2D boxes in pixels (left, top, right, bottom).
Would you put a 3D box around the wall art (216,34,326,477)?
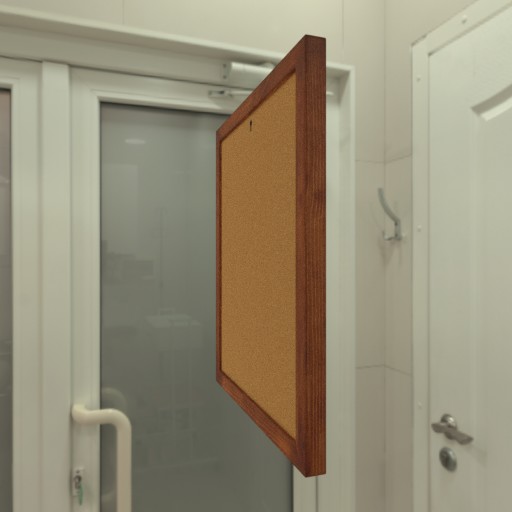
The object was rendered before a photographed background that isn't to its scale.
[{"bbox_3d":[0.000,0.000,0.779,0.030,0.558,0.462,0,0,-19],"label":"wall art"}]
